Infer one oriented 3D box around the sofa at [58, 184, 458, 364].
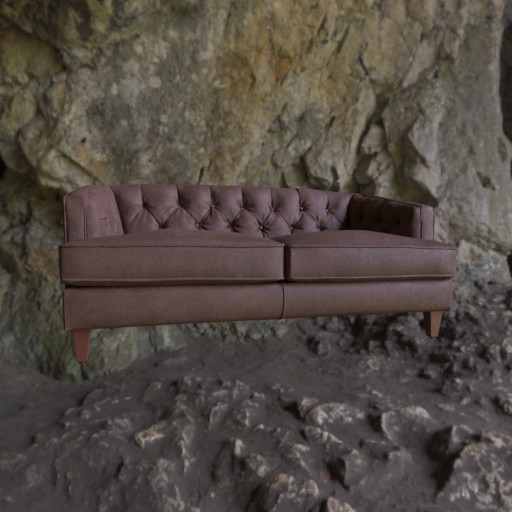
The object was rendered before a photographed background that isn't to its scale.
[{"bbox_3d":[0.000,0.000,2.257,1.767,0.799,0.917,0,2,-16],"label":"sofa"}]
